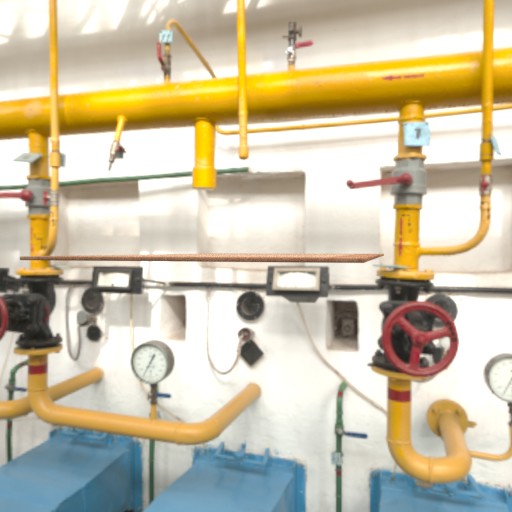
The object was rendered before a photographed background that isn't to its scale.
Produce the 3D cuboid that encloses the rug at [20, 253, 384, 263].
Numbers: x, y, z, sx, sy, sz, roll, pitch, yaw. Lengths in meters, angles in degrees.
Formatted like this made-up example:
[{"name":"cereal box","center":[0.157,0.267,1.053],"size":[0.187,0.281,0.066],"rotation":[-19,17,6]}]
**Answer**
[{"name":"rug","center":[0.000,0.000,2.288],"size":[1.219,0.014,1.829],"rotation":[0,1,18]}]
